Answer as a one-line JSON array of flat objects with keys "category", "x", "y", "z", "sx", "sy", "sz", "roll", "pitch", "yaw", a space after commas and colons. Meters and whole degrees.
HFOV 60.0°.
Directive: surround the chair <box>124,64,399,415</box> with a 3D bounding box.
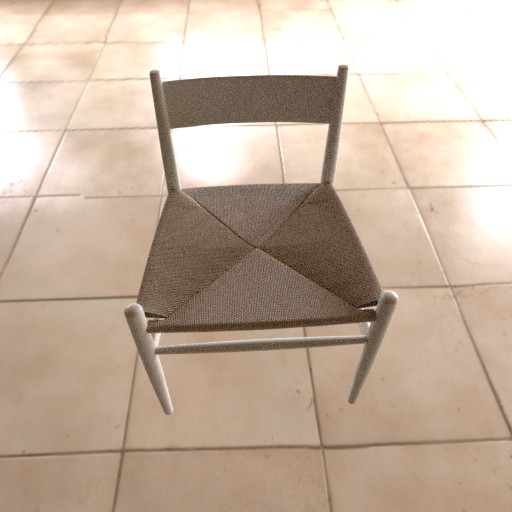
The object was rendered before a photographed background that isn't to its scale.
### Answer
[{"category": "chair", "x": 0.000, "y": 0.000, "z": 1.126, "sx": 0.556, "sy": 0.762, "sz": 0.495, "roll": -3, "pitch": 48, "yaw": -2}]
